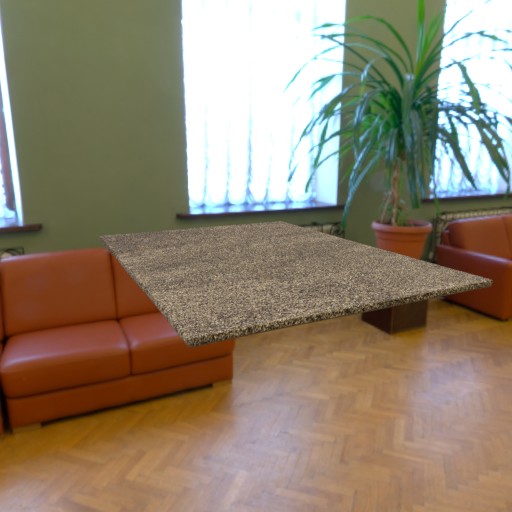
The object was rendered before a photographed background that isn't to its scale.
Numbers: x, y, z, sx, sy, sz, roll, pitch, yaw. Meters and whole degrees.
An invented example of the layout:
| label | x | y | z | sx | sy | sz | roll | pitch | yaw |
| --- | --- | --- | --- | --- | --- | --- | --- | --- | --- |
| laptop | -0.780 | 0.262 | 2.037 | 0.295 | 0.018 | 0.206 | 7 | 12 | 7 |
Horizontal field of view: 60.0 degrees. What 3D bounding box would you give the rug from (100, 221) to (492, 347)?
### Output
| label | x | y | z | sx | sy | sz | roll | pitch | yaw |
| --- | --- | --- | --- | --- | --- | --- | --- | --- | --- |
| rug | 0.000 | 0.000 | 2.102 | 1.198 | 0.025 | 1.601 | -7 | 15 | -26 |
